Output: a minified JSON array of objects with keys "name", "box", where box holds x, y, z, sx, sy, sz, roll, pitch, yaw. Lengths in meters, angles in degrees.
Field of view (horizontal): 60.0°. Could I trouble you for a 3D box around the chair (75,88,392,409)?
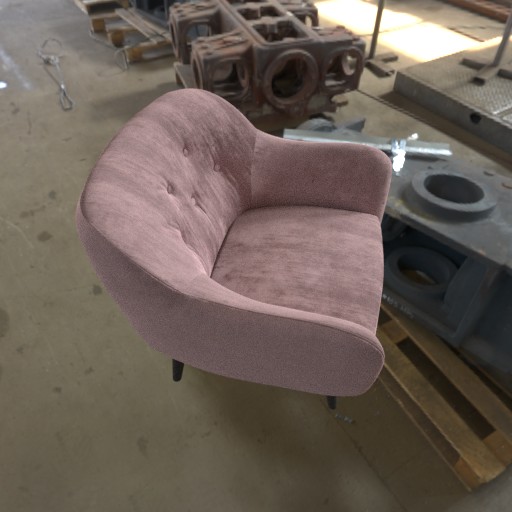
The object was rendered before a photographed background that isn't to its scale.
[{"name":"chair","box":[0.000,0.000,1.456,0.820,0.820,0.840,10,47,9]}]
